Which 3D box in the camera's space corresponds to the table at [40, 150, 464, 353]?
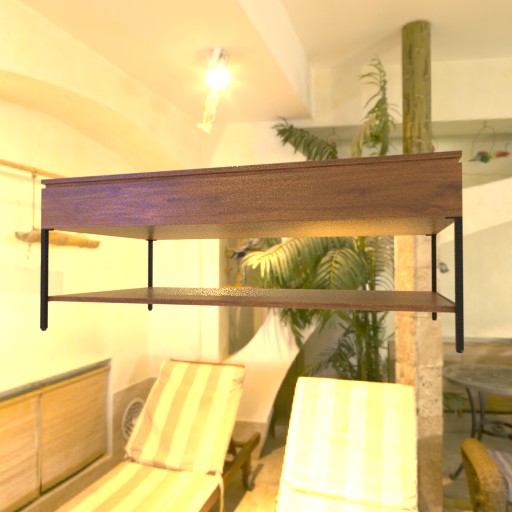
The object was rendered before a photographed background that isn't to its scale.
[{"bbox_3d":[0.000,0.000,1.330,1.057,0.414,0.574,0,-1,17],"label":"table"}]
